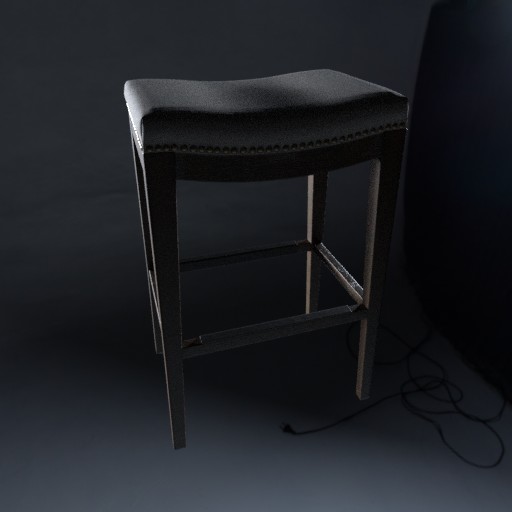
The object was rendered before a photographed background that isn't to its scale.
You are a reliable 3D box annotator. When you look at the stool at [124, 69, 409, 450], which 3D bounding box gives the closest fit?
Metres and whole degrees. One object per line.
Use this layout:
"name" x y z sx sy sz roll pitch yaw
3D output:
"stool" 0.000 0.000 1.037 0.508 0.762 0.356 -9 32 -15
